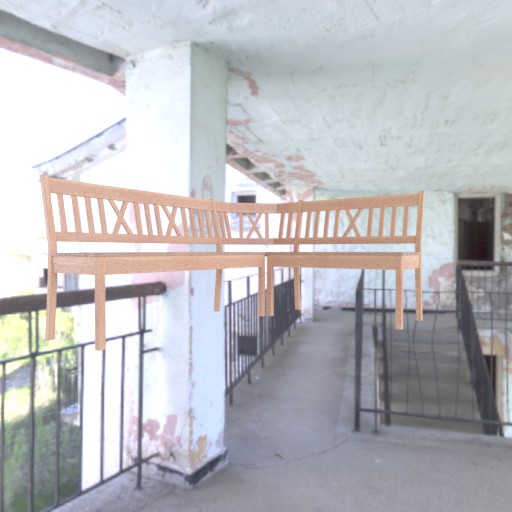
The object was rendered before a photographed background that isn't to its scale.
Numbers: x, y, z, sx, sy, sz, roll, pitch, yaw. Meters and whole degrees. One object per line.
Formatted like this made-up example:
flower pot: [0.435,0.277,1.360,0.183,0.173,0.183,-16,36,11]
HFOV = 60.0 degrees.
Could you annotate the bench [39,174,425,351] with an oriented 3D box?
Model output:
bench: [0.000,0.000,2.779,1.537,0.902,1.937,1,1,36]
